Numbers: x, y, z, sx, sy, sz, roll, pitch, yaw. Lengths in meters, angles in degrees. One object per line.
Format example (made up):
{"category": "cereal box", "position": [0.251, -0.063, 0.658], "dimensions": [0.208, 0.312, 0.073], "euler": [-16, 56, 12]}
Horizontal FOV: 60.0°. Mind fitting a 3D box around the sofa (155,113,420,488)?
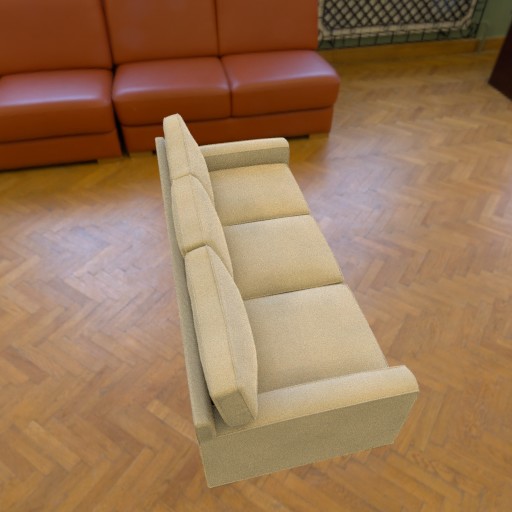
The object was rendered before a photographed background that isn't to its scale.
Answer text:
{"category": "sofa", "position": [0.000, 0.000, 2.550], "dimensions": [0.935, 0.862, 2.088], "euler": [-9, 46, -9]}
